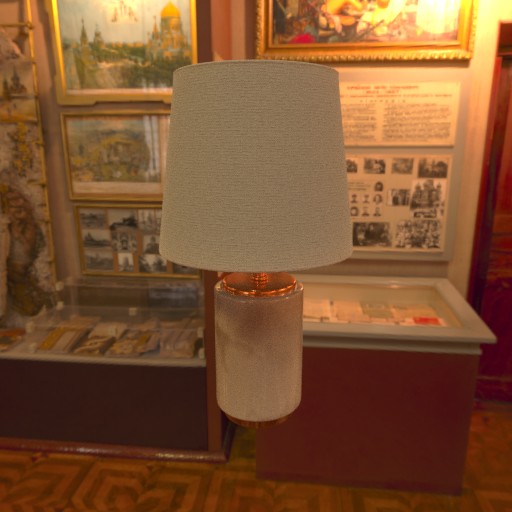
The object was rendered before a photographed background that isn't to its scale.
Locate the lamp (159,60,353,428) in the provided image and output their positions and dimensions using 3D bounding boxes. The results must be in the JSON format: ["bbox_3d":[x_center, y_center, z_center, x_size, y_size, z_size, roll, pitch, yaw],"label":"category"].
[{"bbox_3d":[0.000,0.000,0.445,0.189,0.340,0.189,0,14,0],"label":"lamp"}]
